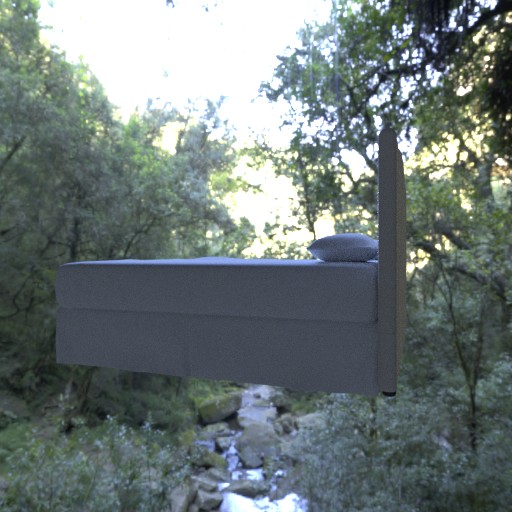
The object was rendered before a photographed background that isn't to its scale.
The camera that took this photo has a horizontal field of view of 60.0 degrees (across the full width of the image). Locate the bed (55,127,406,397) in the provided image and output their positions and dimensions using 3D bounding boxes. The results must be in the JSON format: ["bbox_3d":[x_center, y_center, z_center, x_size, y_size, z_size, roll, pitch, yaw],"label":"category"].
[{"bbox_3d":[0.000,0.000,3.440,2.182,1.421,2.083,0,0,20],"label":"bed"}]
